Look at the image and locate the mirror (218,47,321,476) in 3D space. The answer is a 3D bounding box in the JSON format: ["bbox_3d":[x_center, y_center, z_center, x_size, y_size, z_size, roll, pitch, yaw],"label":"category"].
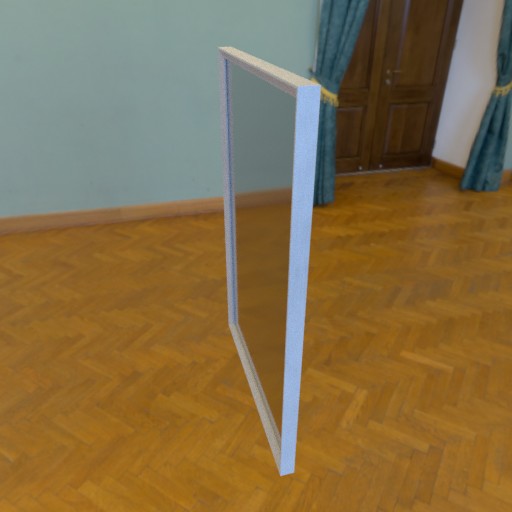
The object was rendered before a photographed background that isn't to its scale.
[{"bbox_3d":[0.000,0.000,1.127,0.041,0.915,0.609,-8,31,-13],"label":"mirror"}]
